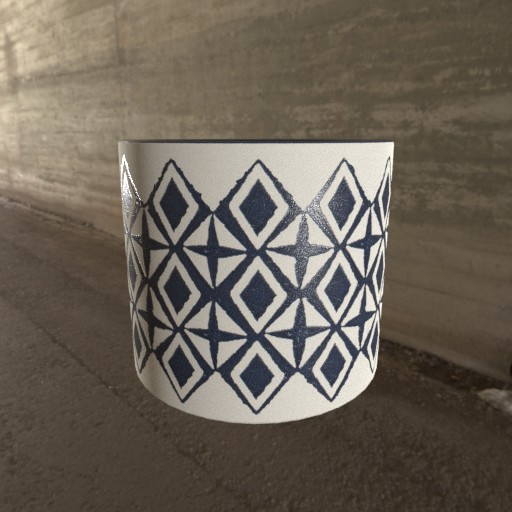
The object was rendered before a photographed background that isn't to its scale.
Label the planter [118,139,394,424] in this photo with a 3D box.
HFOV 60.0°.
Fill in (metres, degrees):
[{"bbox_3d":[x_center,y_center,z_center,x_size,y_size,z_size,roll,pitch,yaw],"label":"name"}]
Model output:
[{"bbox_3d":[0.000,0.000,0.283,0.159,0.144,0.159,0,15,0],"label":"planter"}]
